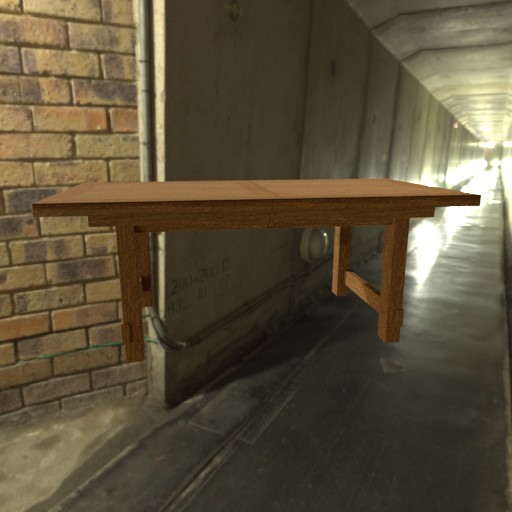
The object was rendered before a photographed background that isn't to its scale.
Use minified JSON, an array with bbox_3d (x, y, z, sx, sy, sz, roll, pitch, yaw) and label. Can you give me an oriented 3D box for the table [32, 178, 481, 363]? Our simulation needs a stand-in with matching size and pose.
[{"bbox_3d":[0.000,0.000,2.491,1.982,0.762,1.000,-2,14,-9],"label":"table"}]
